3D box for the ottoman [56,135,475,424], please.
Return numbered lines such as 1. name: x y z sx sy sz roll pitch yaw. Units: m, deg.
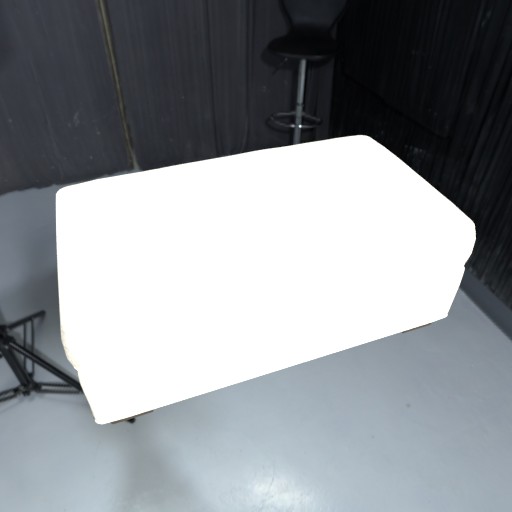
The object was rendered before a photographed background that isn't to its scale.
1. ottoman: 0.000 0.000 1.381 1.097 0.448 0.617 -13 43 -15
